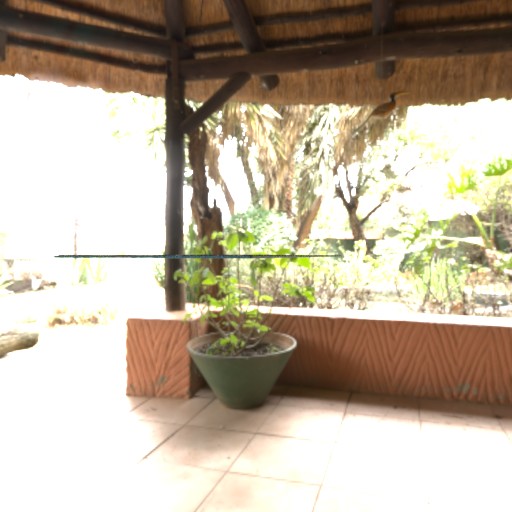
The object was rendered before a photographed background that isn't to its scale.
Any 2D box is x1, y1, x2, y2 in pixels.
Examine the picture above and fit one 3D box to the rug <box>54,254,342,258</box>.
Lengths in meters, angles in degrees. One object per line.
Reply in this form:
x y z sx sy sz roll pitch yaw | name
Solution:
0.000 0.000 2.352 0.662 0.011 2.196 0 0 17 | rug
